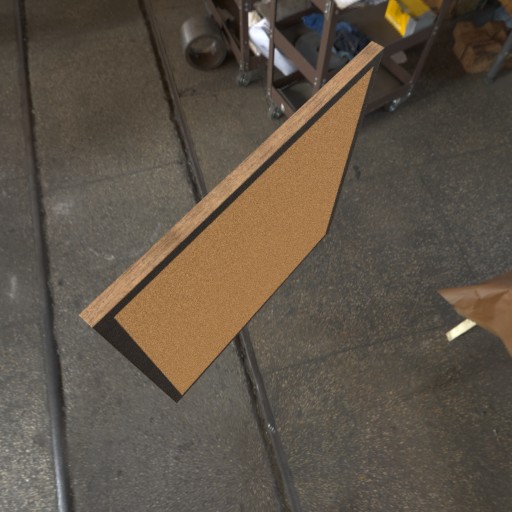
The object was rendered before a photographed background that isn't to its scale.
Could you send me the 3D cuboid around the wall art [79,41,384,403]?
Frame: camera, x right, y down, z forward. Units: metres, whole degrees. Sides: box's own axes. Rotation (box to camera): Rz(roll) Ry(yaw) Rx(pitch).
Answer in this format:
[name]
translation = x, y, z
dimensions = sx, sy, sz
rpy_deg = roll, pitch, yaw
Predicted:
[wall art]
translation = 0.000, 0.000, 1.009
dimensions = 0.029, 0.691, 0.695
rpy_deg = 37, 69, 17
